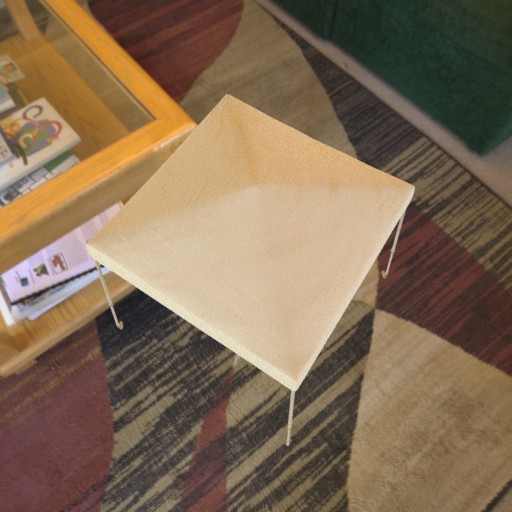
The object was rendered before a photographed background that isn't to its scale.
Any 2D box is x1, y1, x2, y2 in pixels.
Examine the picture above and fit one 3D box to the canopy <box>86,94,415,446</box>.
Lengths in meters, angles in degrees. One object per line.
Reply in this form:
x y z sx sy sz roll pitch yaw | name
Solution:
0.000 0.000 6.541 3.599 3.600 3.600 31 68 14 | canopy
